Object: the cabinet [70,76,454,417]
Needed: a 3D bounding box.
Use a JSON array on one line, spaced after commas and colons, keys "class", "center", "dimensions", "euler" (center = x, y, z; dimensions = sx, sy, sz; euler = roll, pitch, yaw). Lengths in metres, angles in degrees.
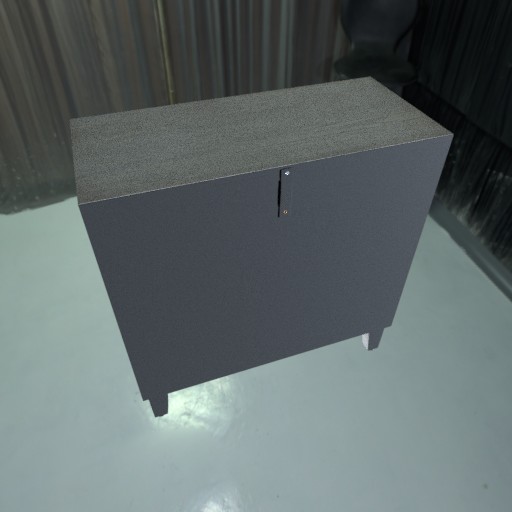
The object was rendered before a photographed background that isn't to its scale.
[{"class": "cabinet", "center": [0.000, 0.000, 1.255], "dimensions": [0.781, 0.787, 0.370], "euler": [-13, 44, -14]}]
